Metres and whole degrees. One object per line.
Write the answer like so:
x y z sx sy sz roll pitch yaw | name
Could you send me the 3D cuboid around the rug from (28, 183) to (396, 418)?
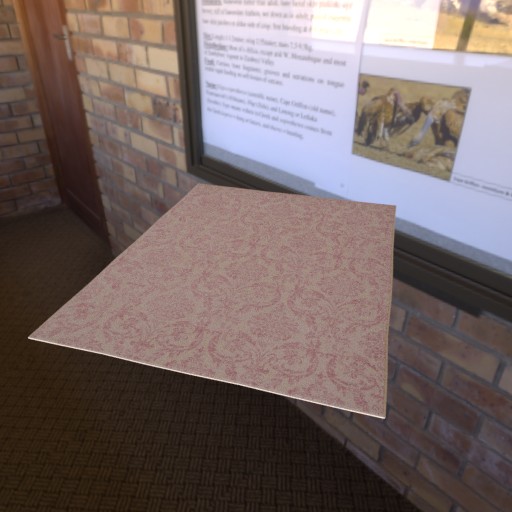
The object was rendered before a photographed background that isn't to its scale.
0.000 0.000 3.960 2.363 0.012 2.980 8 32 14 | rug
